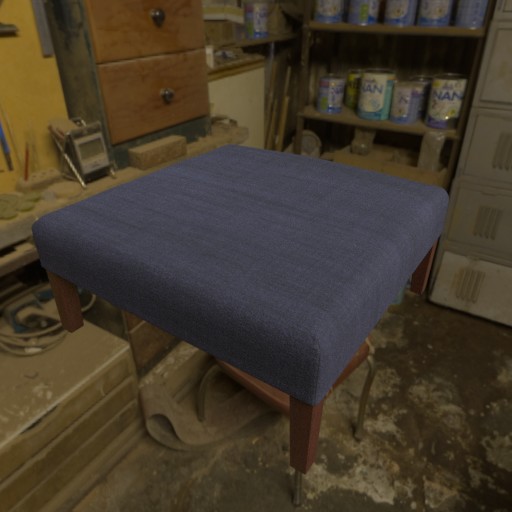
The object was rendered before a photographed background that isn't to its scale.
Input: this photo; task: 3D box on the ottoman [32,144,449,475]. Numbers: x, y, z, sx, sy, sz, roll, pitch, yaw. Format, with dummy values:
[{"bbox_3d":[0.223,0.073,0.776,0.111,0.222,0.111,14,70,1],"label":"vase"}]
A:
[{"bbox_3d":[0.000,0.000,1.378,0.890,0.411,0.889,19,36,29],"label":"ottoman"}]
